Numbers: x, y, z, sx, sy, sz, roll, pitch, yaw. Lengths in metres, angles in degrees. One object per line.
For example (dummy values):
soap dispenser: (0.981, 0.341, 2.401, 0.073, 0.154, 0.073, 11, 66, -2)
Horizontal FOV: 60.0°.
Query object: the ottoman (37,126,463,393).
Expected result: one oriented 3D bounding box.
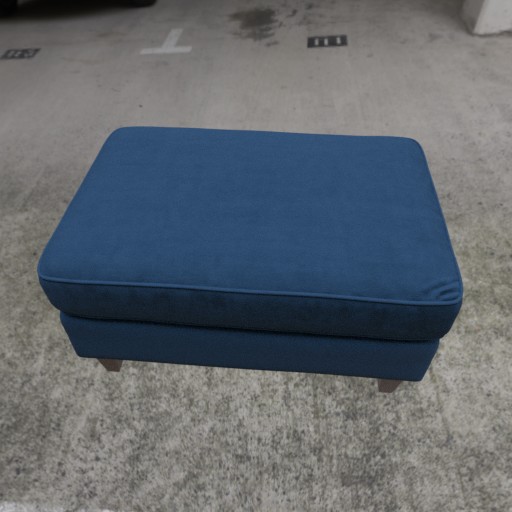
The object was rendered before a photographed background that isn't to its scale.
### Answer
ottoman: (0.000, 0.000, 1.185, 0.862, 0.484, 0.583, 3, 47, 3)
